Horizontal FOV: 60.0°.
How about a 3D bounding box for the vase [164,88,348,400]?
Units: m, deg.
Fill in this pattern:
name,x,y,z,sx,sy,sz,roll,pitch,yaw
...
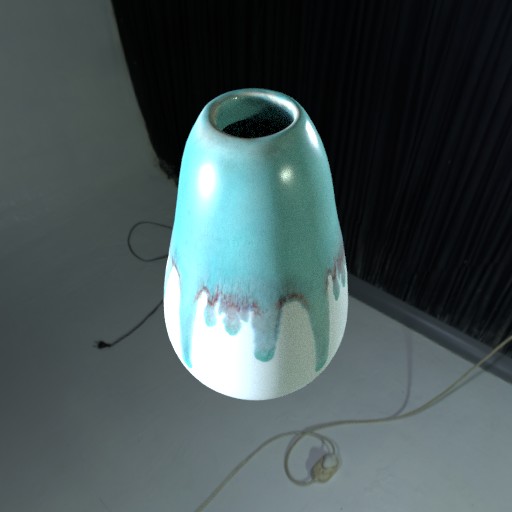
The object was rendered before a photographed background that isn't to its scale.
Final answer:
name,x,y,z,sx,sy,sz,roll,pitch,yaw
vase,0.000,0.000,0.258,0.116,0.179,0.116,0,42,0
